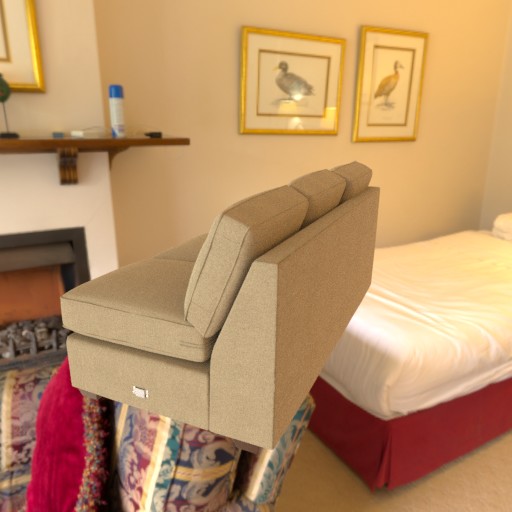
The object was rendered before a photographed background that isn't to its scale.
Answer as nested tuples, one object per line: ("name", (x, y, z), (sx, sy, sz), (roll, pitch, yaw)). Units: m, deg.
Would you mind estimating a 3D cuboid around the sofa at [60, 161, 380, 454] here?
("sofa", (0.000, 0.000, 2.735), (1.127, 1.036, 2.092), (8, 18, 23))
